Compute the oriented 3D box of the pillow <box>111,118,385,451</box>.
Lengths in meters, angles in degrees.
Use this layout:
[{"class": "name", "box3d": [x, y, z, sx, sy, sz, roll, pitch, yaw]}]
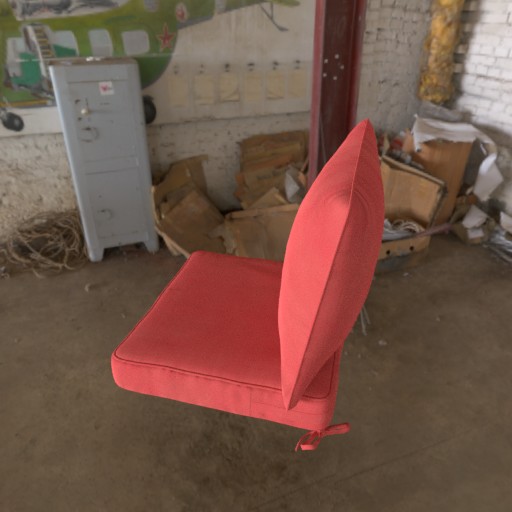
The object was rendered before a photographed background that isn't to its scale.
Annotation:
[{"class": "pillow", "box3d": [0.000, 0.000, 1.385, 0.733, 0.725, 0.798, 8, 31, 13]}]
